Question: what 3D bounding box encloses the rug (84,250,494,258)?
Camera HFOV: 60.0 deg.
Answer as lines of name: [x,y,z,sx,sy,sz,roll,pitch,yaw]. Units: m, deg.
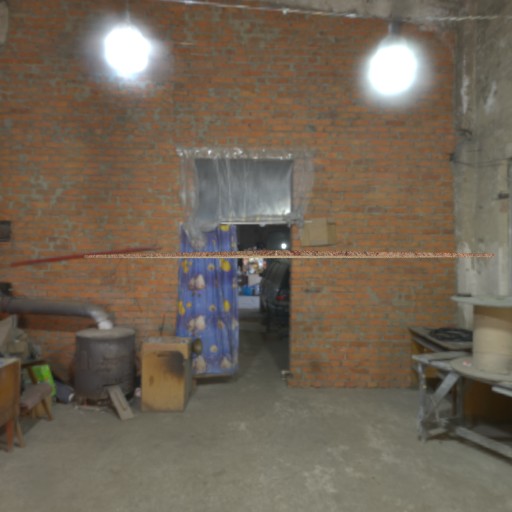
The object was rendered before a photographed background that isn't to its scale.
rug: [0.000,0.000,2.867,1.523,0.019,2.285,0,-1,-37]
